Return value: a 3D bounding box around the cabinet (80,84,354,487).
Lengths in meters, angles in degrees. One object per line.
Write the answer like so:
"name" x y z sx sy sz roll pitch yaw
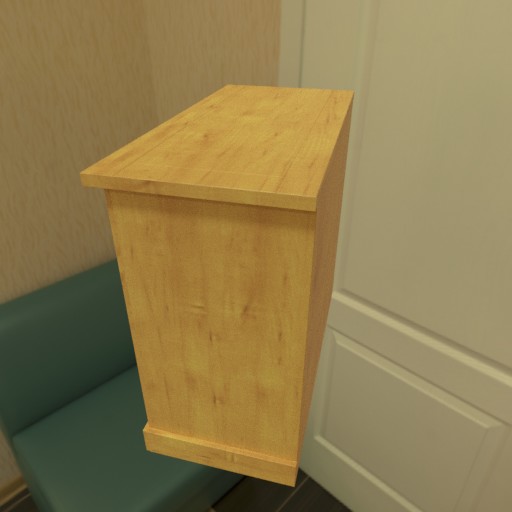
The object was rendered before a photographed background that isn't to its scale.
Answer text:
"cabinet" 0.000 0.000 1.389 0.450 0.840 0.920 8 32 12
